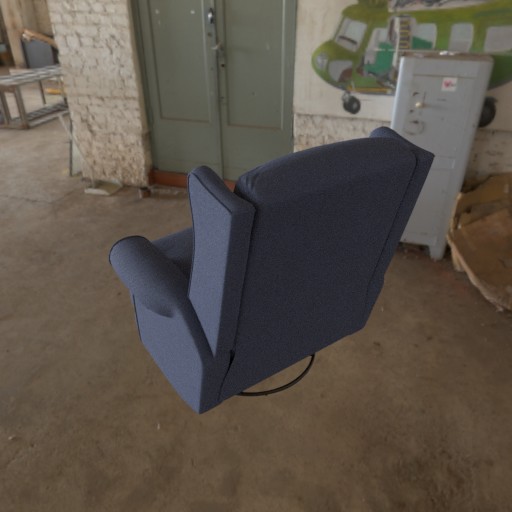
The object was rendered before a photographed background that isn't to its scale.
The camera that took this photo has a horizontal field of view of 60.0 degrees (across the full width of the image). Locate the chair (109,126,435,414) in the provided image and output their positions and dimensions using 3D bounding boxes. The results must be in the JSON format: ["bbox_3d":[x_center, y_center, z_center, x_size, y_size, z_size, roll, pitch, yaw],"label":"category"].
[{"bbox_3d":[0.000,0.000,1.717,0.971,1.020,0.877,-20,36,-30],"label":"chair"}]
